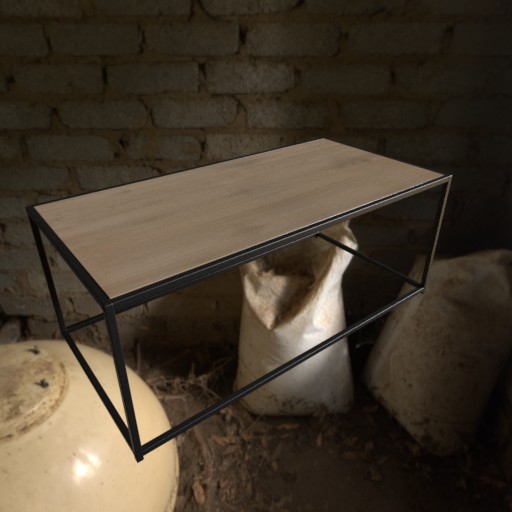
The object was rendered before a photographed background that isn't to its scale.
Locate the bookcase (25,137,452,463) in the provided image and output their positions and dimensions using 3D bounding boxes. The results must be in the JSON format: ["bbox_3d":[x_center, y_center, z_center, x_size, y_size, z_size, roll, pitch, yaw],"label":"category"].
[{"bbox_3d":[0.000,0.000,1.244,1.000,0.400,0.500,-21,36,-32],"label":"bookcase"}]
